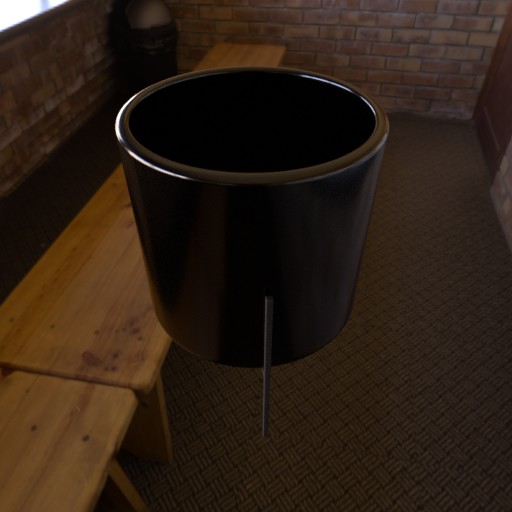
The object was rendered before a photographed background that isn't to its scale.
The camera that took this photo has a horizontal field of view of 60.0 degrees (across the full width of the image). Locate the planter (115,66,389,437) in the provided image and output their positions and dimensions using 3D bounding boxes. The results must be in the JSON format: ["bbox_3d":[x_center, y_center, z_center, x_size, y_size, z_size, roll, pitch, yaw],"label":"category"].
[{"bbox_3d":[0.000,0.000,0.634,0.310,0.432,0.310,-14,43,-16],"label":"planter"}]
